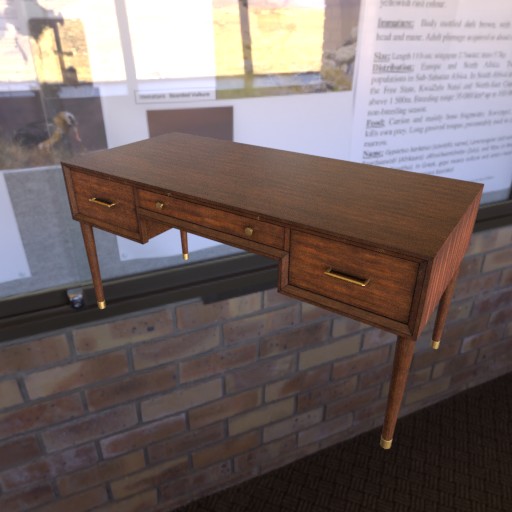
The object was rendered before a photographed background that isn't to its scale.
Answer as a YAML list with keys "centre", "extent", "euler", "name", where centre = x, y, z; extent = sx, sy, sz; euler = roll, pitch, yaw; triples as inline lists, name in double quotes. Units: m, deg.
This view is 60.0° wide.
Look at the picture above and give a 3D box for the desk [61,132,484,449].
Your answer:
- centre: [0.000, 0.000, 1.962]
  extent: [1.575, 0.762, 0.724]
  euler: [18, 33, 30]
  name: "desk"
